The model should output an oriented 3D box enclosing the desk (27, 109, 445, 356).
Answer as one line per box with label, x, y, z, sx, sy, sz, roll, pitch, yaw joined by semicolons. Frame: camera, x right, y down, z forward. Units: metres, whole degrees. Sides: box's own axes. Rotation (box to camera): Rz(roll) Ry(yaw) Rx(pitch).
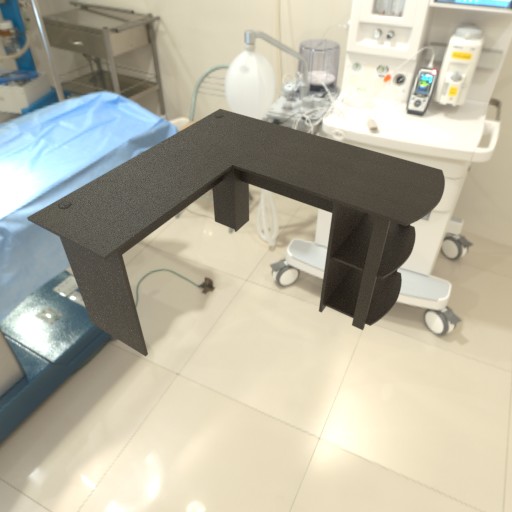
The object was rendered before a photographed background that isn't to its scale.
desk;0.000;0.000;2.155;1.361;0.716;1.303;23;46;24
